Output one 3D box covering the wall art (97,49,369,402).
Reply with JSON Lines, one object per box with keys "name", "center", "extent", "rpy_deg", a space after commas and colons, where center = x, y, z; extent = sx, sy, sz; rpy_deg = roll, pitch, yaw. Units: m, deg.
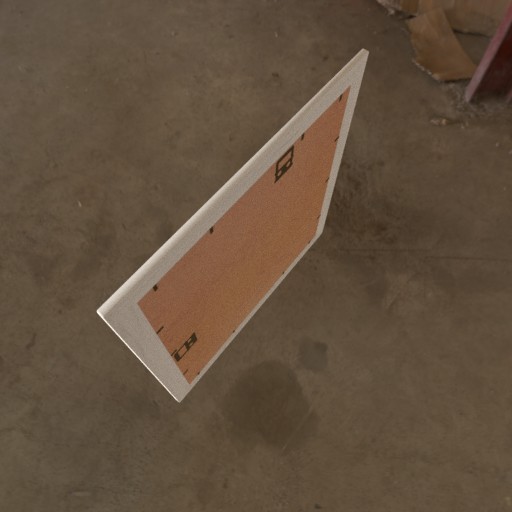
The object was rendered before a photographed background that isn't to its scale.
{"name": "wall art", "center": [0.000, 0.000, 0.878], "extent": [0.013, 0.584, 0.584], "rpy_deg": [35, 68, 17]}
